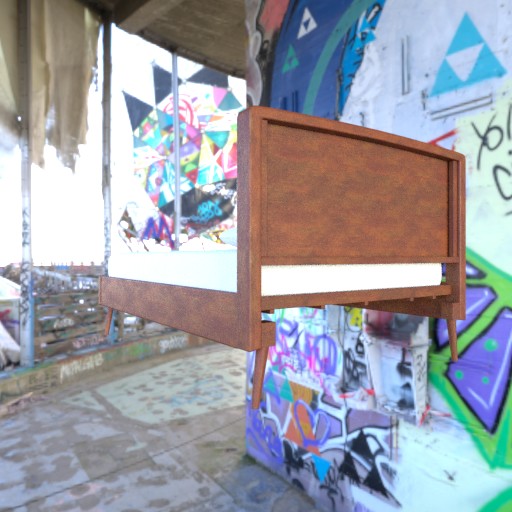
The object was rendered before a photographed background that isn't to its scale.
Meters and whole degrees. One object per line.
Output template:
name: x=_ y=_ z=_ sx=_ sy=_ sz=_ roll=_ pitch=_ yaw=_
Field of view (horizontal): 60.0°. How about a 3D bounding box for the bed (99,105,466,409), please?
bed: x=0.000 y=0.000 z=3.146 sx=1.587 sy=1.275 sz=2.196 roll=0 pitch=0 yaw=-35
